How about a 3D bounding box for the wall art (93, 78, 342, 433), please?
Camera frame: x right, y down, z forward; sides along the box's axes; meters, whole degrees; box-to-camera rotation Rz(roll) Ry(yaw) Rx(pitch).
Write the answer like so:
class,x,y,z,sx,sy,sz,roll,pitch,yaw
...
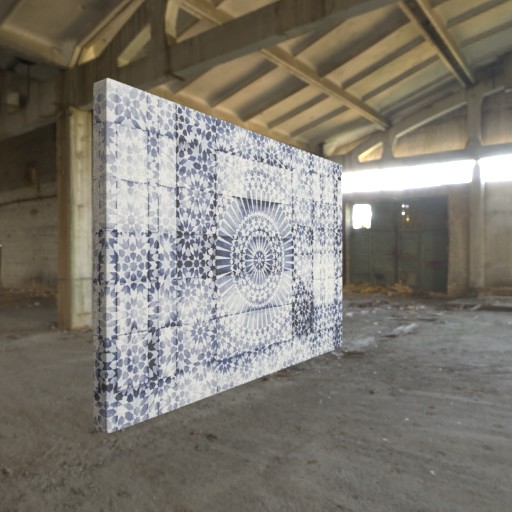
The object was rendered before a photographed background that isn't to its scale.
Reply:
class,x,y,z,sx,sy,sz,roll,pitch,yaw
wall art,0.000,0.000,0.756,0.030,0.406,0.608,0,0,37
